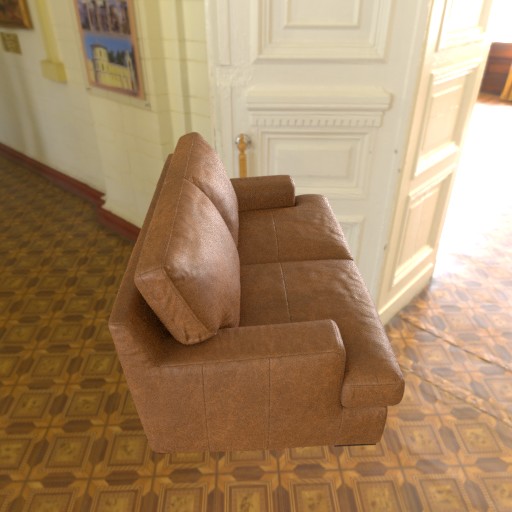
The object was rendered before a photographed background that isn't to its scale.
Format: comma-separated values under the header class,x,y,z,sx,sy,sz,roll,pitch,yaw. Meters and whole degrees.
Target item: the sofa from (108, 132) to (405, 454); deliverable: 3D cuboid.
class,x,y,z,sx,sy,sz,roll,pitch,yaw
sofa,0.000,0.000,2.482,1.144,0.966,1.880,-1,32,-2
